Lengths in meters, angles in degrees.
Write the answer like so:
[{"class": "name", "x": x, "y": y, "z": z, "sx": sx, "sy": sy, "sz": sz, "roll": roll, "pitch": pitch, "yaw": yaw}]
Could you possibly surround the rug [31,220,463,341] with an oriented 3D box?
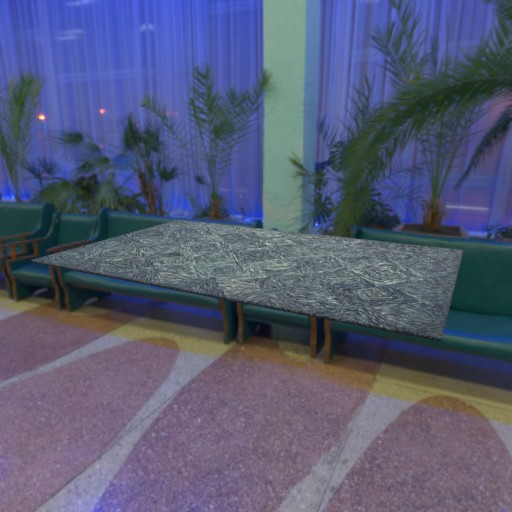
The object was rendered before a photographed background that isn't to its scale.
[{"class": "rug", "x": 0.000, "y": 0.000, "z": 2.816, "sx": 2.330, "sy": 0.017, "sz": 1.478, "roll": 8, "pitch": 17, "yaw": 26}]
